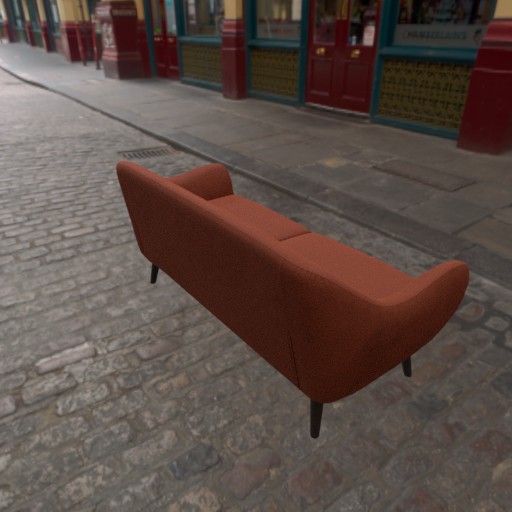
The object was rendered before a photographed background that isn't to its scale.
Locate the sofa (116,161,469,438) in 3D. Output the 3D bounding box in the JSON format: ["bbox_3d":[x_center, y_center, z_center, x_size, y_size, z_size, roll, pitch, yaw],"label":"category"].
[{"bbox_3d":[0.000,0.000,2.269,0.820,0.836,1.840,-19,33,-32],"label":"sofa"}]
